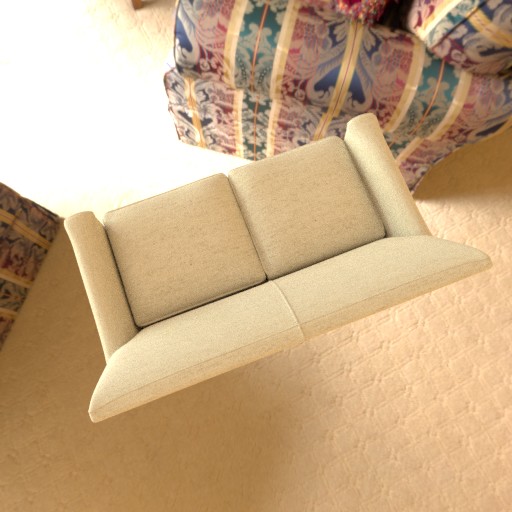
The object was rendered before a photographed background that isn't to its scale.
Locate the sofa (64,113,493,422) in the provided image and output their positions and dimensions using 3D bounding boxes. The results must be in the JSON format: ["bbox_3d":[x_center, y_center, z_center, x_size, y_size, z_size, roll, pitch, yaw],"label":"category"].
[{"bbox_3d":[0.000,0.000,2.027,1.482,0.892,0.891,-20,76,-5],"label":"sofa"}]
